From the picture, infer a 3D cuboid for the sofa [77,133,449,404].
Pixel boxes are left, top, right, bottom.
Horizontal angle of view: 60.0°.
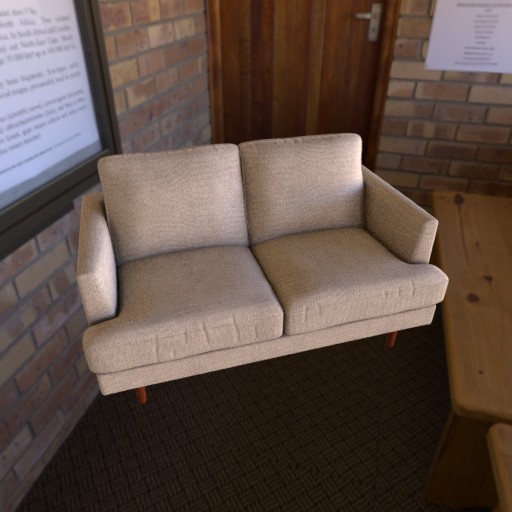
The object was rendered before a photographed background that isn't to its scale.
[{"bbox_3d":[0.000,0.000,2.153,1.582,0.944,0.903,-9,33,-14],"label":"sofa"}]
